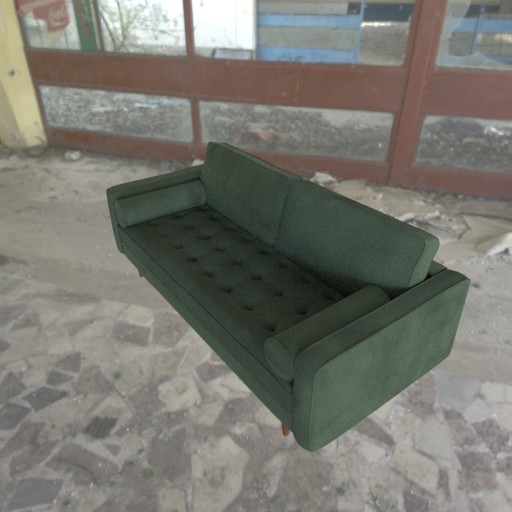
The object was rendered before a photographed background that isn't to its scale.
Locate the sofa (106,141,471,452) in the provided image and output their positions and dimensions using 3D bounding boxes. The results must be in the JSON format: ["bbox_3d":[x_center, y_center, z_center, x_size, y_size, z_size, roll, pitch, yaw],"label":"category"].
[{"bbox_3d":[0.000,0.000,2.359,0.916,0.772,1.880,-21,37,-31],"label":"sofa"}]
